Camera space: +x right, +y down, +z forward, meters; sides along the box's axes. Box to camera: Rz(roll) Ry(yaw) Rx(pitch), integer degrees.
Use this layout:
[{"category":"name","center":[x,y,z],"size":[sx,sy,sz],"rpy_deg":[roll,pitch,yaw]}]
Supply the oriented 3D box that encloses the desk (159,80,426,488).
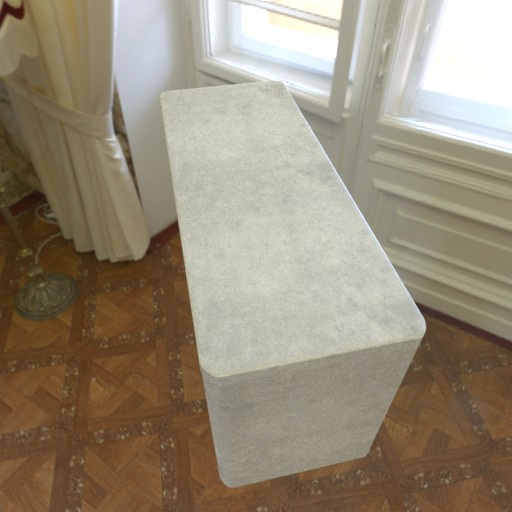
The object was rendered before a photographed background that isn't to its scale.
[{"category":"desk","center":[0.000,0.000,1.748],"size":[0.550,0.755,1.400],"rpy_deg":[-9,46,-9]}]
